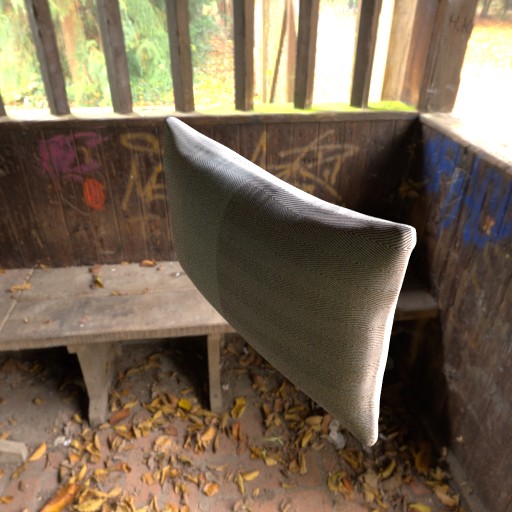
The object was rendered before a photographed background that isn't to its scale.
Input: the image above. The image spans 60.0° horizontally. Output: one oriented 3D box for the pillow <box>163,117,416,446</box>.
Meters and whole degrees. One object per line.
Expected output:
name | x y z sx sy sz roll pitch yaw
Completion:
pillow | 0.000 0.000 0.645 0.139 0.305 0.506 -21 38 -29
